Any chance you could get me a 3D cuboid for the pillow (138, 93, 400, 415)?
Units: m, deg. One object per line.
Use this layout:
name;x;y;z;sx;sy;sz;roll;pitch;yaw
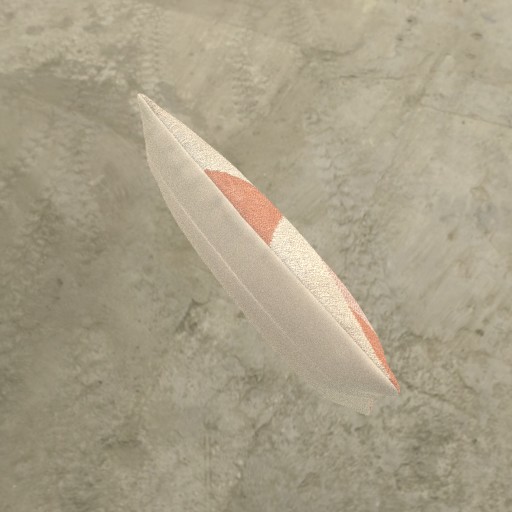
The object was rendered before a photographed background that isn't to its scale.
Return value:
pillow;0.000;0.000;0.742;0.155;0.292;0.609;-32;64;-18
